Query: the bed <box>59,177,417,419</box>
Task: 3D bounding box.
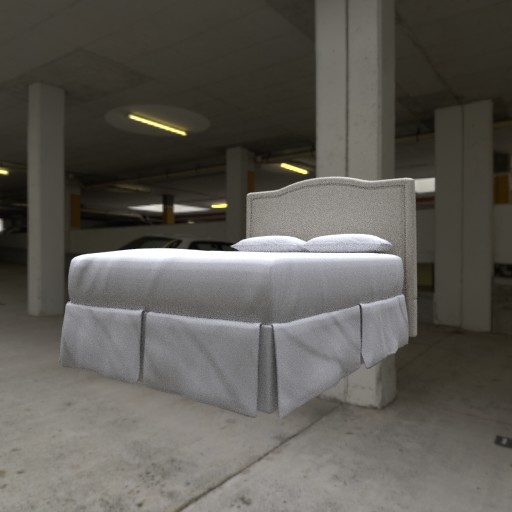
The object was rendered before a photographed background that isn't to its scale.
[{"bbox_3d":[0.000,0.000,3.269,1.741,1.449,2.196,0,0,35],"label":"bed"}]
